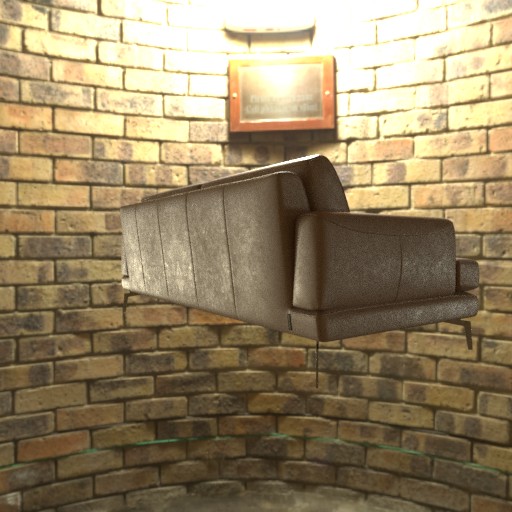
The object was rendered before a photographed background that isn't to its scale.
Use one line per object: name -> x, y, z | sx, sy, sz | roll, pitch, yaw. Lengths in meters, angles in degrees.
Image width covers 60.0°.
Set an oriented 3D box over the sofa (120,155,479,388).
sofa -> 0.000, 0.000, 2.372 | 0.974, 0.765, 1.940 | -1, 2, -35
